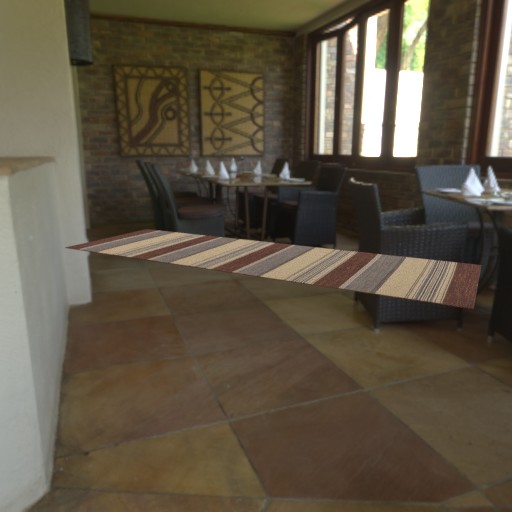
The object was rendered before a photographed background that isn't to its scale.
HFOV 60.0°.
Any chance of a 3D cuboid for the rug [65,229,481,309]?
[{"bbox_3d":[0.000,0.000,2.704,2.437,0.006,0.792,7,15,27],"label":"rug"}]
